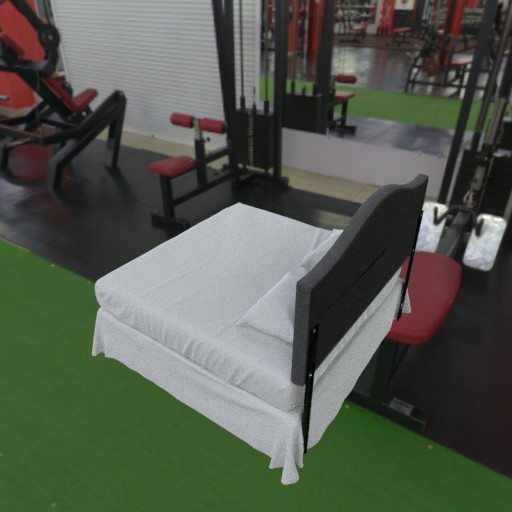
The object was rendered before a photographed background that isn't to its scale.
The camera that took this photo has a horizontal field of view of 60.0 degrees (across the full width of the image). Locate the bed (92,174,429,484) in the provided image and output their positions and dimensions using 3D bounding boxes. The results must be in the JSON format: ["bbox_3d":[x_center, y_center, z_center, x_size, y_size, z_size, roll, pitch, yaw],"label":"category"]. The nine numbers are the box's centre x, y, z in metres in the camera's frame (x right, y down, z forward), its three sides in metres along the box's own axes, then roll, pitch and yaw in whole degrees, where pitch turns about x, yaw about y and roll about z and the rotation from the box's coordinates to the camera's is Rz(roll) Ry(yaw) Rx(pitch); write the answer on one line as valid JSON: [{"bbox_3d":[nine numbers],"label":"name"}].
[{"bbox_3d":[0.000,0.000,3.795,2.219,1.651,2.314,20,37,30],"label":"bed"}]
